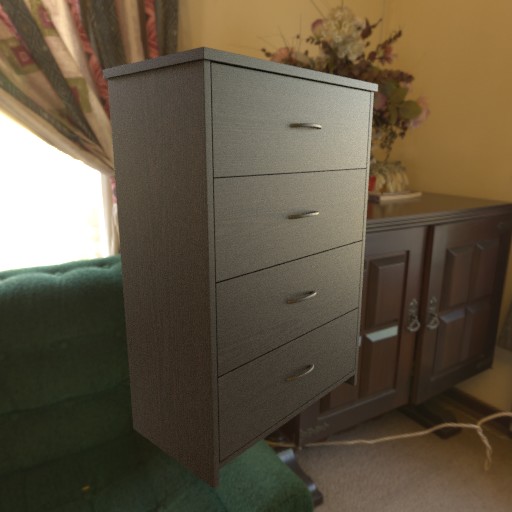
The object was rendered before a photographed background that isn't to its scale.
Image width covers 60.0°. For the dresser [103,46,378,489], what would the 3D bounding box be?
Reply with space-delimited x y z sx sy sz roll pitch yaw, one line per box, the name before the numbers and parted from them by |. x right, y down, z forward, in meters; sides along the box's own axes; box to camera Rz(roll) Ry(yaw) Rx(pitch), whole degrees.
dresser | 0.000 0.000 1.351 0.399 1.020 0.704 12 18 41
